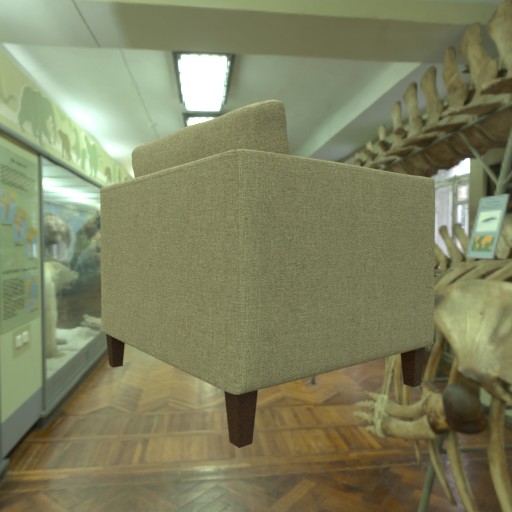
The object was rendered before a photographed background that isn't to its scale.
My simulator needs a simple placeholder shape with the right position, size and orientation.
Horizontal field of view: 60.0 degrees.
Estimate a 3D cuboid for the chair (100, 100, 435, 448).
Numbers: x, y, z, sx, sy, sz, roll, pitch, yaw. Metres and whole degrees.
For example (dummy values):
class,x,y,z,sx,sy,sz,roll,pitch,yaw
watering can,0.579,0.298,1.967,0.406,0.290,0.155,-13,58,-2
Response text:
class,x,y,z,sx,sy,sz,roll,pitch,yaw
chair,0.000,0.000,1.828,0.959,0.987,1.107,-1,2,-38
